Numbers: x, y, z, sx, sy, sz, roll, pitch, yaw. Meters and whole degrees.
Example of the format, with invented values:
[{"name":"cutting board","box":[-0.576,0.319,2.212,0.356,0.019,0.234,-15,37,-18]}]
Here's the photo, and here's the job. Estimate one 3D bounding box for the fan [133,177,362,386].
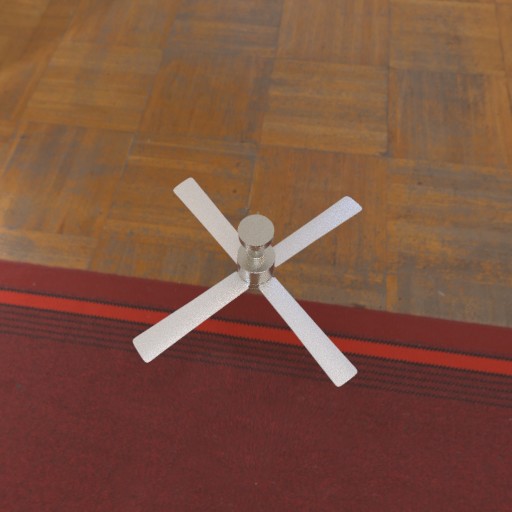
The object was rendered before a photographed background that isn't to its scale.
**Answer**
[{"name":"fan","box":[0.000,0.000,2.333,1.525,0.539,1.525,-34,68,-16]}]
